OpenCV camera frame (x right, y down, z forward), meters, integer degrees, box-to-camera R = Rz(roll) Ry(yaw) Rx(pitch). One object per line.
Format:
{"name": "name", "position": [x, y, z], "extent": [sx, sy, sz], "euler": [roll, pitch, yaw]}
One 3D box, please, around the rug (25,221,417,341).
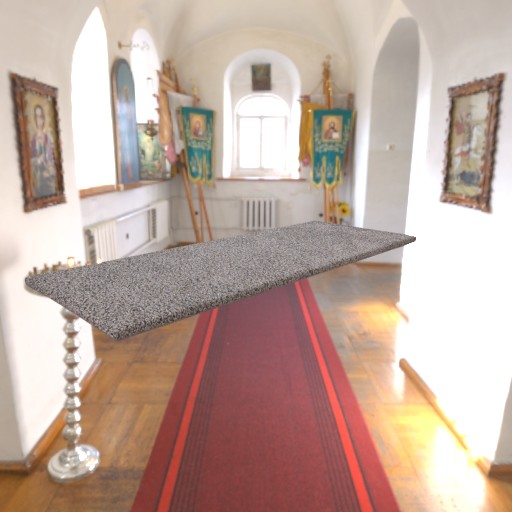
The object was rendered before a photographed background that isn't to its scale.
{"name": "rug", "position": [0.000, 0.000, 1.750], "extent": [1.524, 0.030, 0.609], "euler": [-14, 20, -43]}
